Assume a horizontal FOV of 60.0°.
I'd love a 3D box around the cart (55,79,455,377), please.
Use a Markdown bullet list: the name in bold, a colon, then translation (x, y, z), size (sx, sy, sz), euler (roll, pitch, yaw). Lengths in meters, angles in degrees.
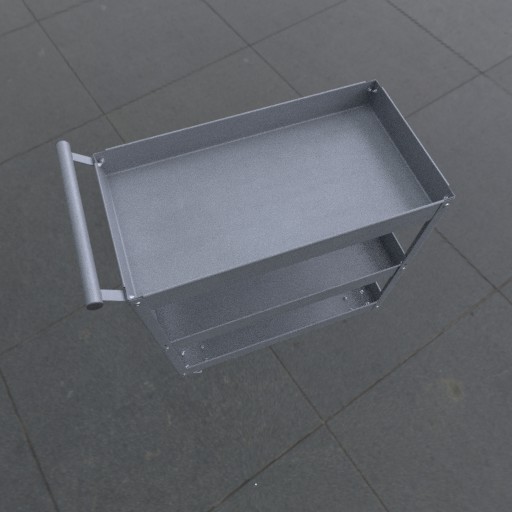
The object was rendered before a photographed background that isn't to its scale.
- **cart**: translation (0.000, 0.000, 1.196), size (0.719, 0.780, 0.366), euler (-18, 64, -9)
